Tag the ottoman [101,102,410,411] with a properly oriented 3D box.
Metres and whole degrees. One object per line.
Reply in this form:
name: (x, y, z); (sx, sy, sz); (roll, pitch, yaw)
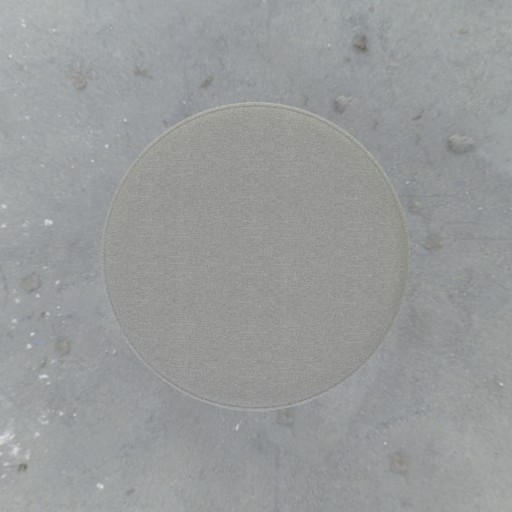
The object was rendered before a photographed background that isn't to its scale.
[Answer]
ottoman: (0.000, 0.000, 1.027); (0.608, 0.433, 0.608); (0, 91, 1)
